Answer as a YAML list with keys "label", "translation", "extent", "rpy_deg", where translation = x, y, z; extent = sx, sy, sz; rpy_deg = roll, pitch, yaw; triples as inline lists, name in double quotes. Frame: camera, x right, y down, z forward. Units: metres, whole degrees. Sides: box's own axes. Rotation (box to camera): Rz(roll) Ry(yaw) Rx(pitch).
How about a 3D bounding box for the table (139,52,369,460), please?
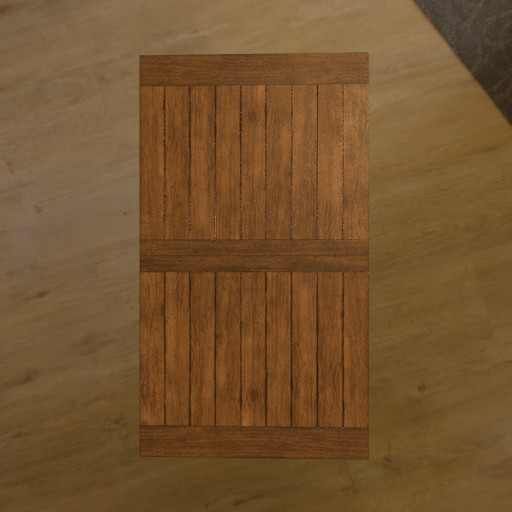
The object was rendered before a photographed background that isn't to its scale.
- label: "table"
  translation: [0.000, 0.000, 2.177]
  extent: [0.931, 0.757, 1.641]
  rpy_deg: [0, 90, 2]
